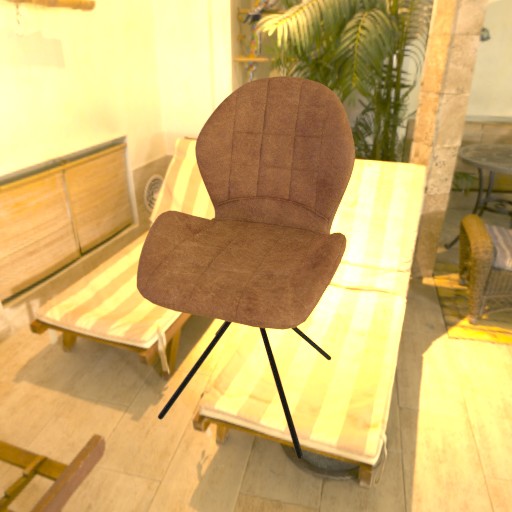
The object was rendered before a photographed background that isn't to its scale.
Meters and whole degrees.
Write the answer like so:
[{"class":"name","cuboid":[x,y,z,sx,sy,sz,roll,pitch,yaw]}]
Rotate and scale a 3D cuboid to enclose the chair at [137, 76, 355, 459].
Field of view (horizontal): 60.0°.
[{"class":"chair","cuboid":[0.000,0.000,1.292,0.527,0.929,0.640,9,28,17]}]
